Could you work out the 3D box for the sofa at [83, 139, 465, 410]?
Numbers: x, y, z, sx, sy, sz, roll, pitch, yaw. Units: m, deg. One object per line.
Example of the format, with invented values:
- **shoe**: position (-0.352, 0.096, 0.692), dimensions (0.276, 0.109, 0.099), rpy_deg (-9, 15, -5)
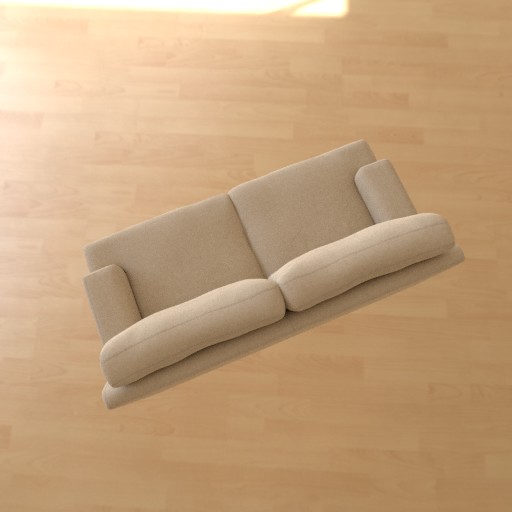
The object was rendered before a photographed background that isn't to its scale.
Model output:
- **sofa**: position (0.000, 0.000, 2.483), dimensions (1.885, 0.967, 0.962), rpy_deg (-22, 77, -5)
